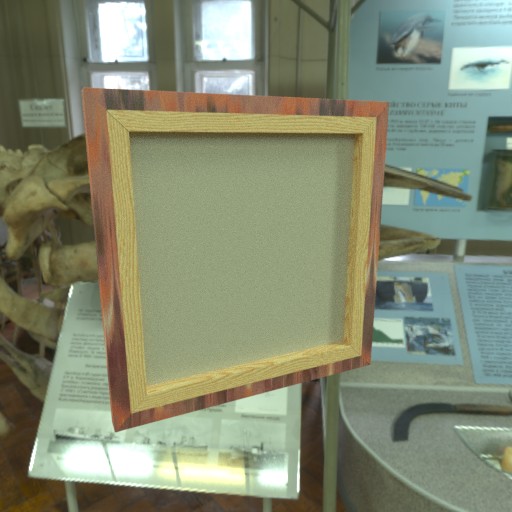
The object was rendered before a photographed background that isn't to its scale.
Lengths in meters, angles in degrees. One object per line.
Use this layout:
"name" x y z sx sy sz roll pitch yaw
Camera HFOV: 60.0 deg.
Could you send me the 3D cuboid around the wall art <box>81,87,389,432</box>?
"wall art" 0.000 0.000 0.895 0.603 0.609 0.037 -7 16 -25
